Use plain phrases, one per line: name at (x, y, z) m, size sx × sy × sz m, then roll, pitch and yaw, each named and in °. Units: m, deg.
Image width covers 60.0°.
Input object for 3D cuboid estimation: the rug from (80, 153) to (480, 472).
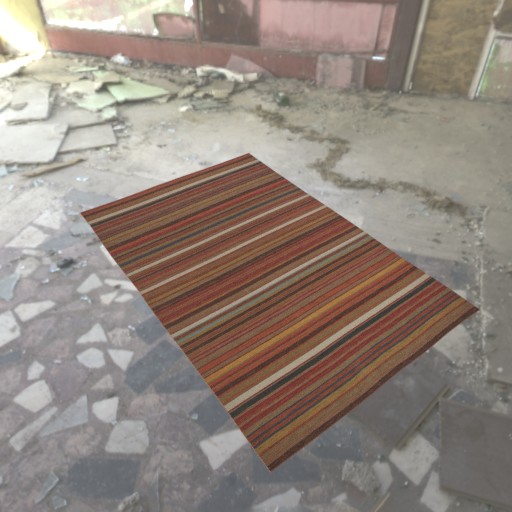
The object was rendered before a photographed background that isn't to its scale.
rug at (0.000, 0.000, 2.309) m, size 1.217 × 0.007 × 1.828 m, roll -26°, pitch 48°, yaw -26°
